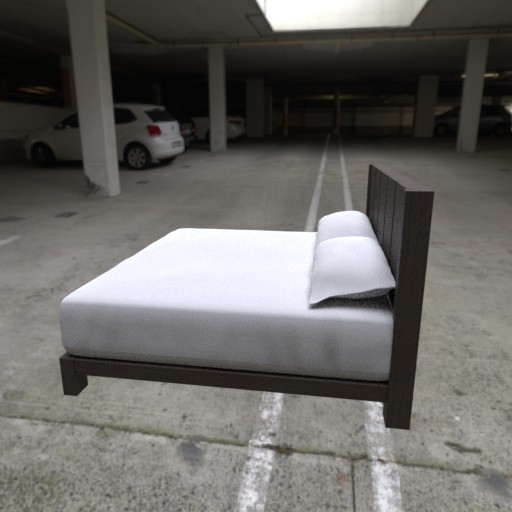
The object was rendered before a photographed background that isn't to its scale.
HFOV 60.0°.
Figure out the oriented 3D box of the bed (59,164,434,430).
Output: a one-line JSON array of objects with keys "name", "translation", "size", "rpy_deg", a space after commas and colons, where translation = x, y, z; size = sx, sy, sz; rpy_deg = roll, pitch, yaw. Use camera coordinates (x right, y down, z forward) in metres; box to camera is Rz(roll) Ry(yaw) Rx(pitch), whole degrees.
[{"name": "bed", "translation": [0.000, 0.000, 3.372], "size": [2.012, 1.270, 2.134], "rpy_deg": [2, 15, 9]}]
